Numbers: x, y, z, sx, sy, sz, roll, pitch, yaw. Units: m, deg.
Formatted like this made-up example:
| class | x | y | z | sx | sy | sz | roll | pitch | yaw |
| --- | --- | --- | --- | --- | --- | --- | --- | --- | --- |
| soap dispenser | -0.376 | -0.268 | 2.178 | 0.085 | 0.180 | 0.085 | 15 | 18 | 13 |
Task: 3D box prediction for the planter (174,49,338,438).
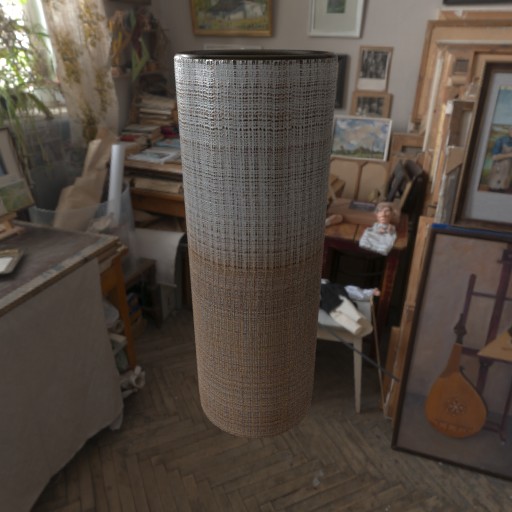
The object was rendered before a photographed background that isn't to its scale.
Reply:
| class | x | y | z | sx | sy | sz | roll | pitch | yaw |
| --- | --- | --- | --- | --- | --- | --- | --- | --- | --- |
| planter | 0.000 | 0.000 | 0.332 | 0.099 | 0.278 | 0.099 | -8 | 28 | -16 |
